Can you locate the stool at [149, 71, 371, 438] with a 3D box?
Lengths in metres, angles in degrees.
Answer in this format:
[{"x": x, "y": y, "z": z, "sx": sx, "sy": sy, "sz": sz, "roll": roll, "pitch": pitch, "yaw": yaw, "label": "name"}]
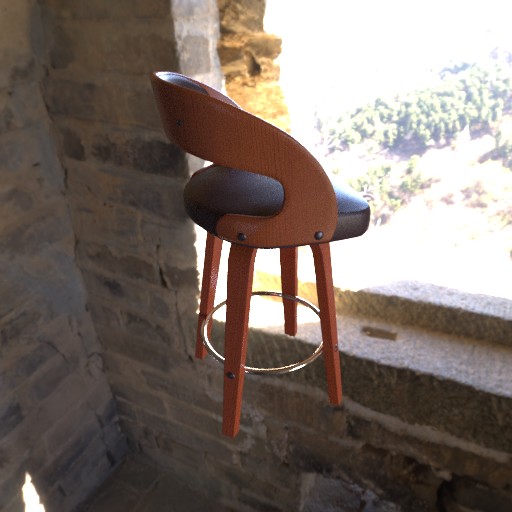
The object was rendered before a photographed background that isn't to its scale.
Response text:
[{"x": 0.000, "y": 0.000, "z": 1.203, "sx": 0.457, "sy": 0.940, "sz": 0.457, "roll": -10, "pitch": 32, "yaw": -17, "label": "stool"}]
